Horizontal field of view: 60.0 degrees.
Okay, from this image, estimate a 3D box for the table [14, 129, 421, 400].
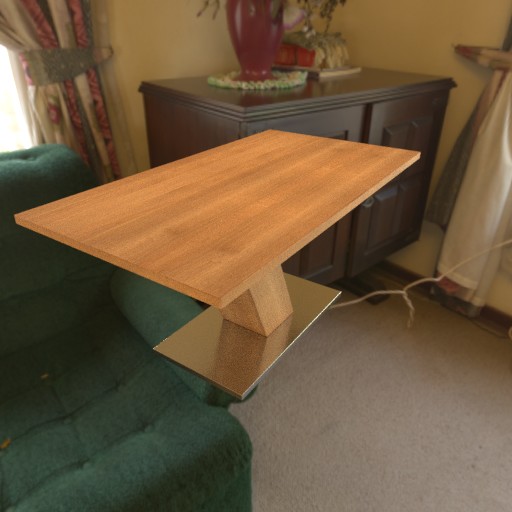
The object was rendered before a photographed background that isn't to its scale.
[{"bbox_3d":[0.000,0.000,2.042,0.900,0.750,1.600,18,33,30],"label":"table"}]
